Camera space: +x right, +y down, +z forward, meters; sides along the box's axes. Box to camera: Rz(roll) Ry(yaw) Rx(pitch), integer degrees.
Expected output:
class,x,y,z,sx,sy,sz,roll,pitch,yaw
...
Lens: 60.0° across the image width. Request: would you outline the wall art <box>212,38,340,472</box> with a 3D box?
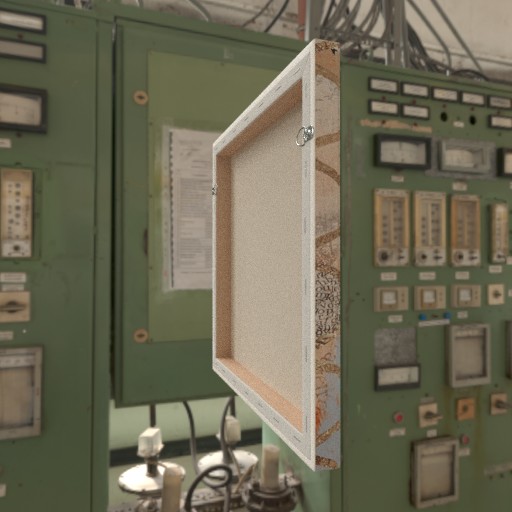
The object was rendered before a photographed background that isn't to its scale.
class,x,y,z,sx,sy,sz,roll,pitch,yaw
wall art,0.000,0.000,0.759,0.038,0.508,0.507,0,0,-19
